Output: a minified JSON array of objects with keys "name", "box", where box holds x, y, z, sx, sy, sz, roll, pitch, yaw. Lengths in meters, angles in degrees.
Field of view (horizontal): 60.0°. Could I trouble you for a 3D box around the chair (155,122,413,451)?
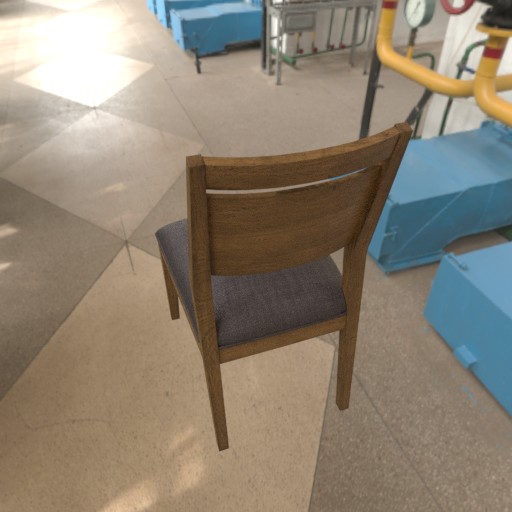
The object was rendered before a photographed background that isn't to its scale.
[{"name":"chair","box":[0.000,0.000,1.266,0.501,0.939,0.610,-13,41,-15]}]
